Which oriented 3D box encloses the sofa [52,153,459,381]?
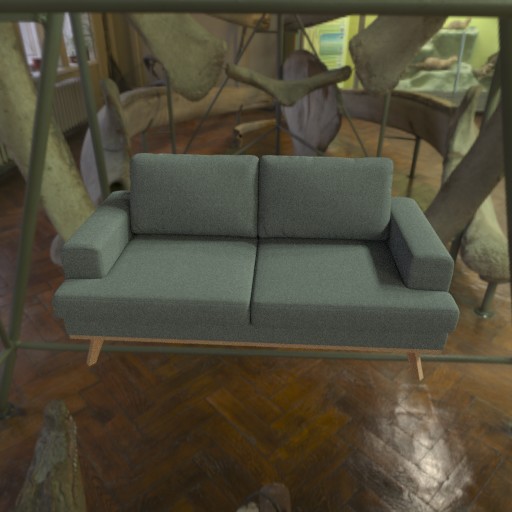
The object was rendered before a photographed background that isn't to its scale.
[{"bbox_3d":[0.000,0.000,2.084,1.650,0.810,0.785,2,30,3],"label":"sofa"}]
